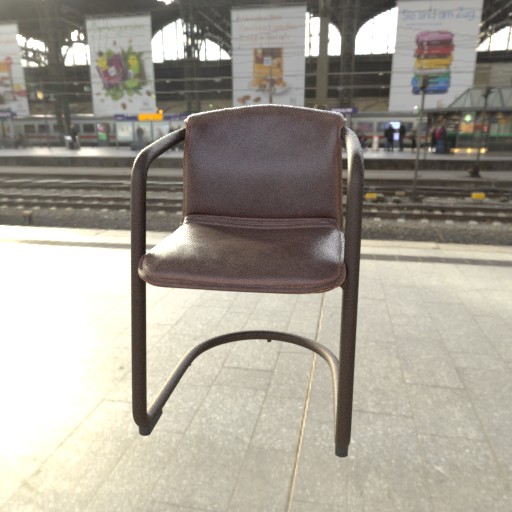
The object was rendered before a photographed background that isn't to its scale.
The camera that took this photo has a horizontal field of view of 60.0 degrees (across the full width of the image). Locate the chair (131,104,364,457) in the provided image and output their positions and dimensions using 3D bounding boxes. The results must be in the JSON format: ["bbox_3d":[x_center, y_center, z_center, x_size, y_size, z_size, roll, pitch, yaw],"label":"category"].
[{"bbox_3d":[0.000,0.000,1.246,0.536,0.836,0.664,2,16,9],"label":"chair"}]
